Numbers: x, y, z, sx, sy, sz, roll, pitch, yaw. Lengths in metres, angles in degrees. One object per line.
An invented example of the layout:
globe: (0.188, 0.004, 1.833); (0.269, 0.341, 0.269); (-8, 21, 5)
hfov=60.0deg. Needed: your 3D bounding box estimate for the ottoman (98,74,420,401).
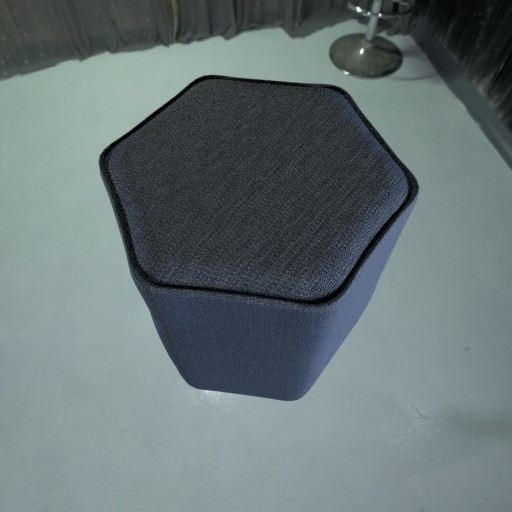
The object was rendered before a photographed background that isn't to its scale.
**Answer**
ottoman: (0.000, 0.000, 0.871); (0.454, 0.505, 0.492); (-16, 60, -10)
